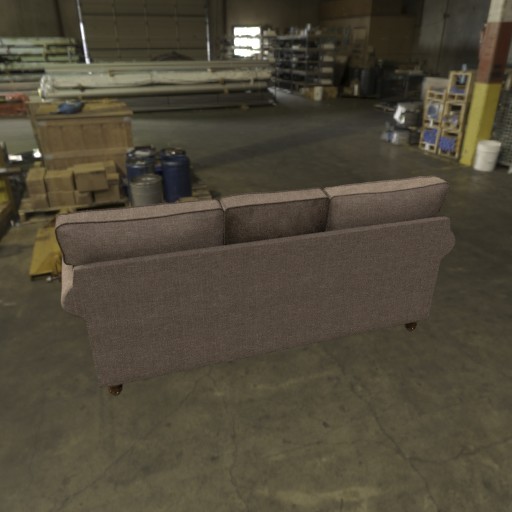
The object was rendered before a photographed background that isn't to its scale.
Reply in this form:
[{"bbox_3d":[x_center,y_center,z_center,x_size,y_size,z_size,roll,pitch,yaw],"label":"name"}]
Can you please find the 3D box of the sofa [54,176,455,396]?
[{"bbox_3d":[0.000,0.000,2.634,2.084,0.961,0.916,-8,27,-17],"label":"sofa"}]
